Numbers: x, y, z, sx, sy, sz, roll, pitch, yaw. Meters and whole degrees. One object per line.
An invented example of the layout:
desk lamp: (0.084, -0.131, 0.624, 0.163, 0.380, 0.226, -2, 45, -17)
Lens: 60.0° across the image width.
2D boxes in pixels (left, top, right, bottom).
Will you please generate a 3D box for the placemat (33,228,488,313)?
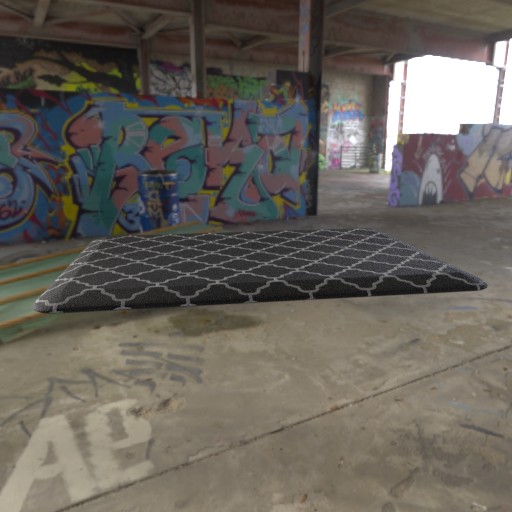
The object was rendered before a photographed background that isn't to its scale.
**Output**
placemat: (0.000, 0.000, 0.946, 0.762, 0.021, 0.508, -2, 15, -8)
